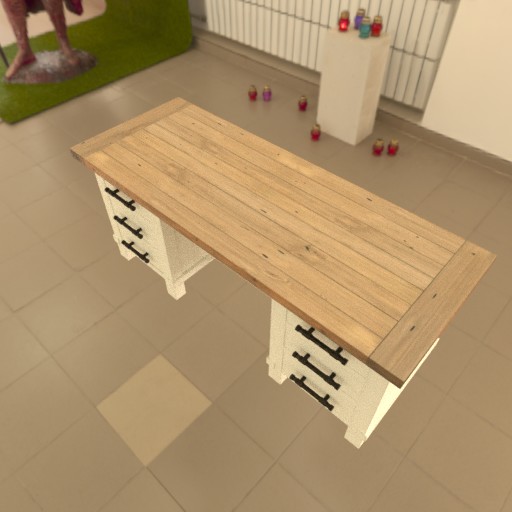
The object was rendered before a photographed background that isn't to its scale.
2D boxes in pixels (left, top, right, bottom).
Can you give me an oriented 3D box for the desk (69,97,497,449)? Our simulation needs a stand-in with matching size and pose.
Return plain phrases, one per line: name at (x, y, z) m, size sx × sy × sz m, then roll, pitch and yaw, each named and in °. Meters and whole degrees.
desk at (0.000, 0.000, 2.168) m, size 1.803 × 0.760 × 0.688 m, roll 34°, pitch 55°, yaw 27°
